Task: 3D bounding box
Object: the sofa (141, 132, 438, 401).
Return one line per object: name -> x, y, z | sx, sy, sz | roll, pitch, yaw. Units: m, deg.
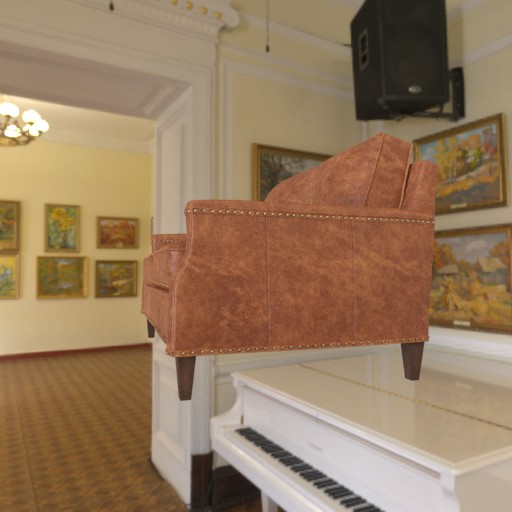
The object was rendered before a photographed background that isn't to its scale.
sofa -> 0.000, 0.000, 2.313 | 1.084, 1.003, 1.597 | 1, -2, -18
